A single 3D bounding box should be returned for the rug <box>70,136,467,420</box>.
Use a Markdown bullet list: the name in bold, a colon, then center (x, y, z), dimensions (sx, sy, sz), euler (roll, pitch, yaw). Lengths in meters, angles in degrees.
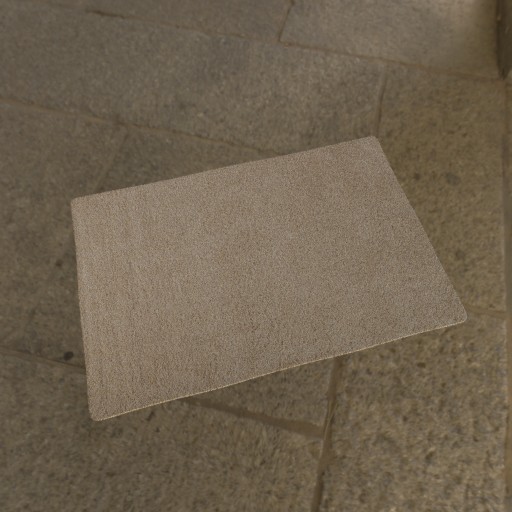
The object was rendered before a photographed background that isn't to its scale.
- **rug**: center (0.000, 0.000, 3.426), dimensions (2.700, 0.024, 1.801), euler (-13, 63, -7)
